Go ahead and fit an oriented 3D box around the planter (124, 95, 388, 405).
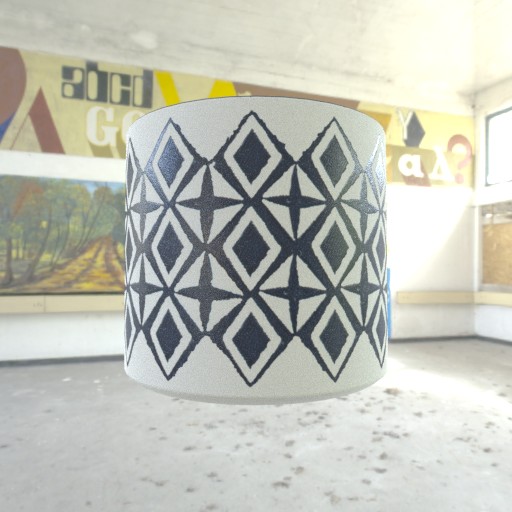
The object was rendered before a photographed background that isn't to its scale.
[{"bbox_3d":[0.000,0.000,0.395,0.224,0.203,0.224,0,-2,0],"label":"planter"}]
